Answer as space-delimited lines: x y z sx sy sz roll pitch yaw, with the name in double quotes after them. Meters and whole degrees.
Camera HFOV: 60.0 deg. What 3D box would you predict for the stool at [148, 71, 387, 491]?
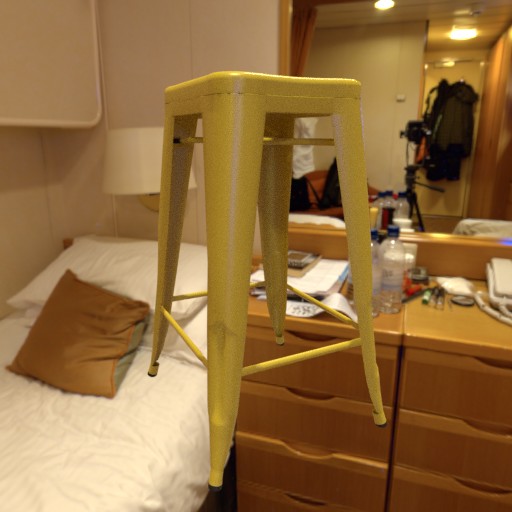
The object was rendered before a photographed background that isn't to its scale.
0.000 0.000 0.839 0.359 0.609 0.399 -8 17 -27 "stool"
